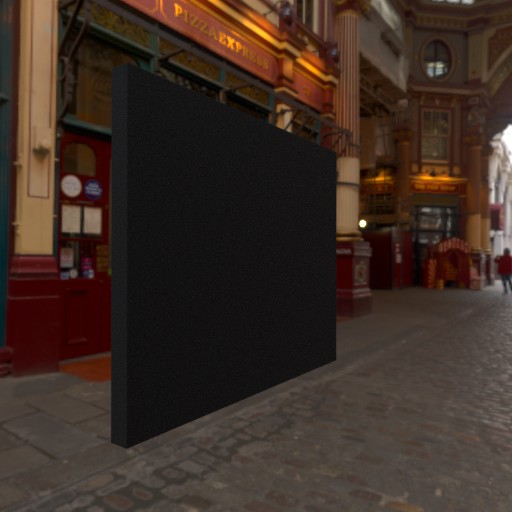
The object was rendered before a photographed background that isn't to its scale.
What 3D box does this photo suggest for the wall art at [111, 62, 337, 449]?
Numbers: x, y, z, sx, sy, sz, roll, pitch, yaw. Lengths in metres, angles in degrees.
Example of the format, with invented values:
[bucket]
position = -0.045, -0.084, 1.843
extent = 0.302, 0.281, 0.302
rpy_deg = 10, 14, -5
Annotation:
[wall art]
position = 0.000, 0.000, 0.758
extent = 0.031, 0.457, 0.558
rpy_deg = 0, 0, 36
